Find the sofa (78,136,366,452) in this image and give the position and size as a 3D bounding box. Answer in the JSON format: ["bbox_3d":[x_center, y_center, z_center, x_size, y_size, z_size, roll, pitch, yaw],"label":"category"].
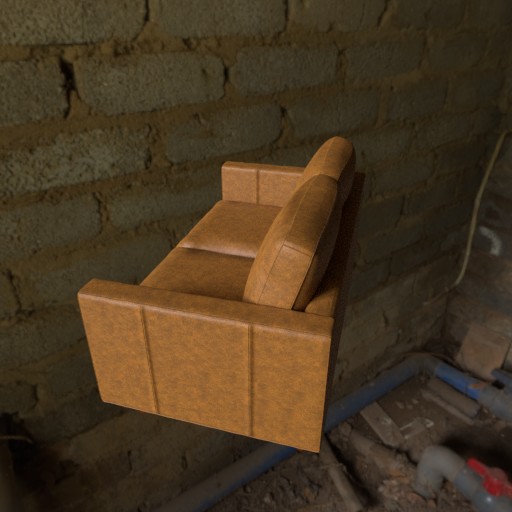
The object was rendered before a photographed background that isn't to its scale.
[{"bbox_3d":[0.000,0.000,2.172,0.909,0.951,1.578,8,30,14],"label":"sofa"}]
